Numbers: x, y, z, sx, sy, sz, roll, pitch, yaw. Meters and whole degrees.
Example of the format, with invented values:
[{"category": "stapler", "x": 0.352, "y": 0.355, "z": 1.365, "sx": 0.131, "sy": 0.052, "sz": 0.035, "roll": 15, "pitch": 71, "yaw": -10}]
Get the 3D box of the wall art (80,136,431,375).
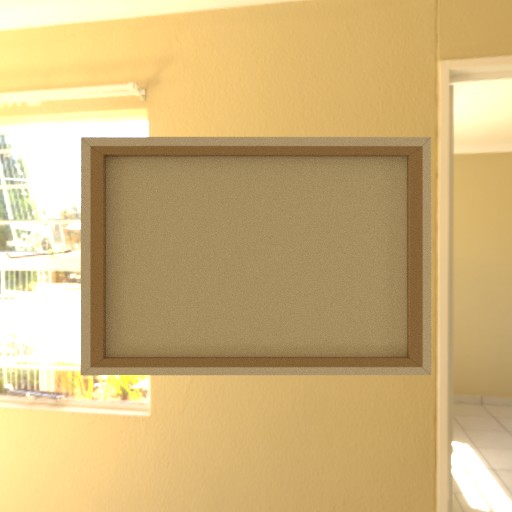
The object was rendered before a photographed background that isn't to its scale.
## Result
[{"category": "wall art", "x": 0.000, "y": 0.000, "z": 0.789, "sx": 0.608, "sy": 0.414, "sz": 0.042, "roll": 0, "pitch": 0, "yaw": 0}]
